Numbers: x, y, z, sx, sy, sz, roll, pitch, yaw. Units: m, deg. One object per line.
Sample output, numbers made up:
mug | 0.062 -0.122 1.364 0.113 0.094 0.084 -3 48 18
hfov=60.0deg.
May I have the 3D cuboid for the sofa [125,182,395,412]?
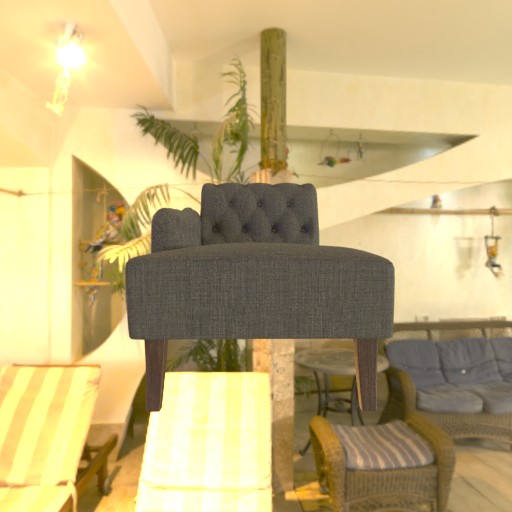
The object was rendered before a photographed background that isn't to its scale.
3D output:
sofa | 0.000 0.000 1.768 0.675 0.787 1.379 0 0 -1
